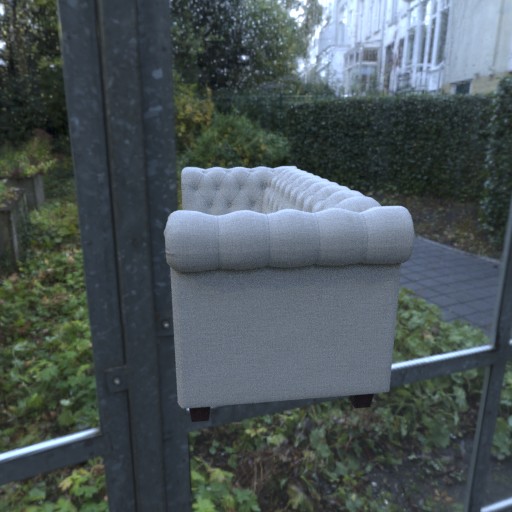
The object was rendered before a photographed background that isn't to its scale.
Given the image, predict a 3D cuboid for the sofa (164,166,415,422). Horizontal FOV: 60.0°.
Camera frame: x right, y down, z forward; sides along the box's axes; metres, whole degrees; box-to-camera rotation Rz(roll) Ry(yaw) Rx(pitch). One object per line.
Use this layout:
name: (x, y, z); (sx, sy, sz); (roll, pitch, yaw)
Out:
sofa: (0.000, 0.000, 2.270); (0.783, 0.797, 1.798); (-2, 16, -7)
